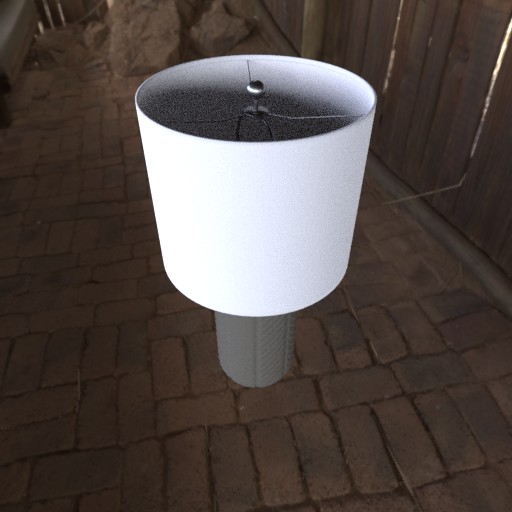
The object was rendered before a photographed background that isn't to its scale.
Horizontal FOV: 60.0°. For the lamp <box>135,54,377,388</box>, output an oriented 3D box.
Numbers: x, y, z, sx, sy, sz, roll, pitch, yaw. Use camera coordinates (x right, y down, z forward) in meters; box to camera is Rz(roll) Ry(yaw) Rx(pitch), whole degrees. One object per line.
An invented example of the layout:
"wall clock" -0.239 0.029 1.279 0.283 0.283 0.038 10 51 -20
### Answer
"lamp" 0.000 0.000 0.501 0.203 0.389 0.203 -24 46 -26
